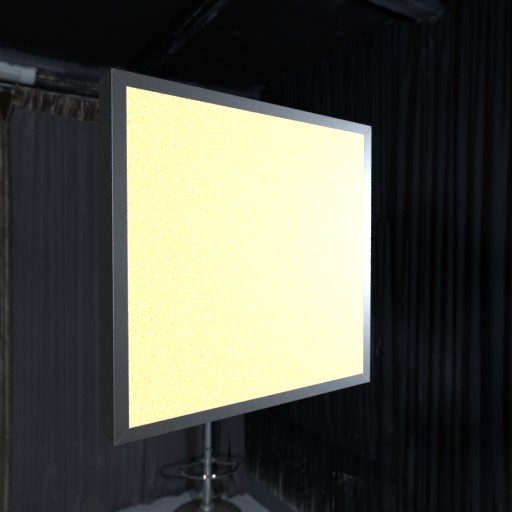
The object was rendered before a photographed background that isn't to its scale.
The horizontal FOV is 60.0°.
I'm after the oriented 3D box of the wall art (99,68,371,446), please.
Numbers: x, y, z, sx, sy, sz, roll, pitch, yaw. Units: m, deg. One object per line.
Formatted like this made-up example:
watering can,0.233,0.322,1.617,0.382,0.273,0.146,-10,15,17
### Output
wall art,0.000,0.000,0.456,0.304,0.304,0.038,-1,1,-34
